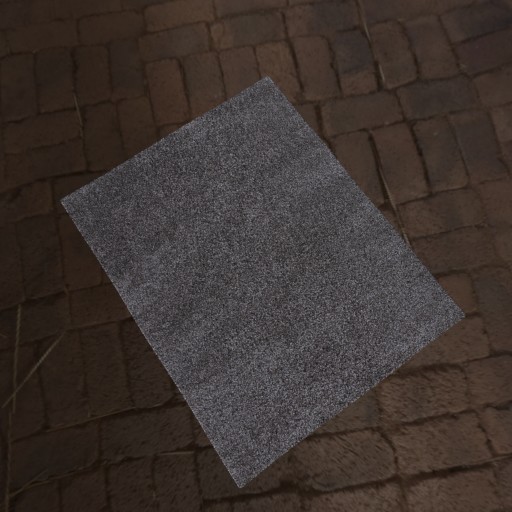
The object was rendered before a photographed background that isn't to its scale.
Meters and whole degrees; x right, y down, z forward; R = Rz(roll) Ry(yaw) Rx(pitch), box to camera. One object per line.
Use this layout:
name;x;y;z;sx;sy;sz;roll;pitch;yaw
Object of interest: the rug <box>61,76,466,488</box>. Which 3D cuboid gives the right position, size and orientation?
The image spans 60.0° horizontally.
rug;0.000;0.000;4.031;2.401;0.025;3.000;-34;77;-9
